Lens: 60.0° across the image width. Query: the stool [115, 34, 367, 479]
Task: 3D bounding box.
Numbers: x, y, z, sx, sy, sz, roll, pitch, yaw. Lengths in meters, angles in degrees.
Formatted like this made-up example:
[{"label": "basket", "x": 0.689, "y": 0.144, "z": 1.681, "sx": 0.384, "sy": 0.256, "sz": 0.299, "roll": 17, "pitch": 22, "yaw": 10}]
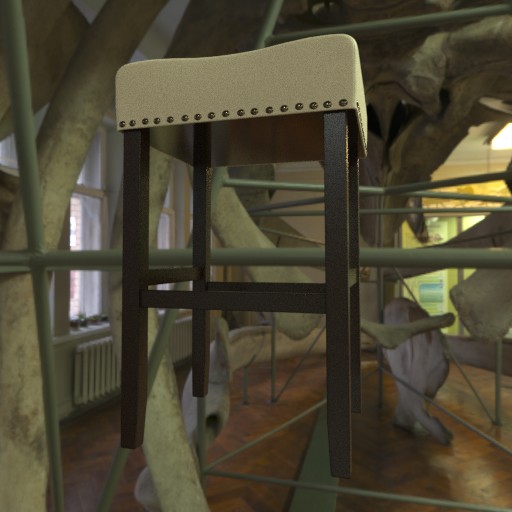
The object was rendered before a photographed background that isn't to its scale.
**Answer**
[{"label": "stool", "x": 0.000, "y": 0.000, "z": 0.992, "sx": 0.471, "sy": 0.762, "sz": 0.401, "roll": 0, "pitch": 0, "yaw": 16}]
